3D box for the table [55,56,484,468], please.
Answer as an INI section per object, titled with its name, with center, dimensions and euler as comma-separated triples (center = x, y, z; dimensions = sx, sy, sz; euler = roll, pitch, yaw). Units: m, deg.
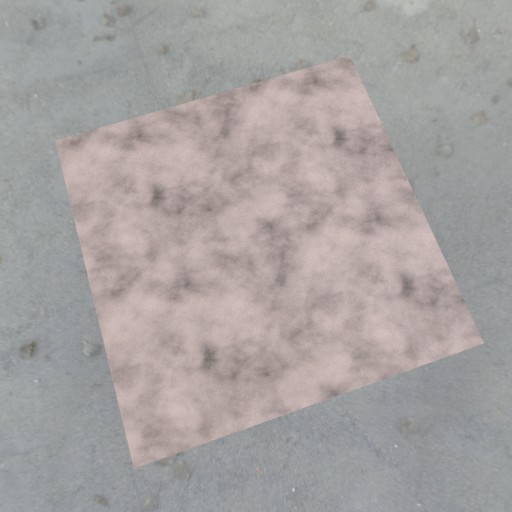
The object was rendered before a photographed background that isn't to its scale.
[table]
center = 0.000, 0.000, 1.026
dimensions = 0.670, 0.305, 0.670
euler = -18, 75, -5
